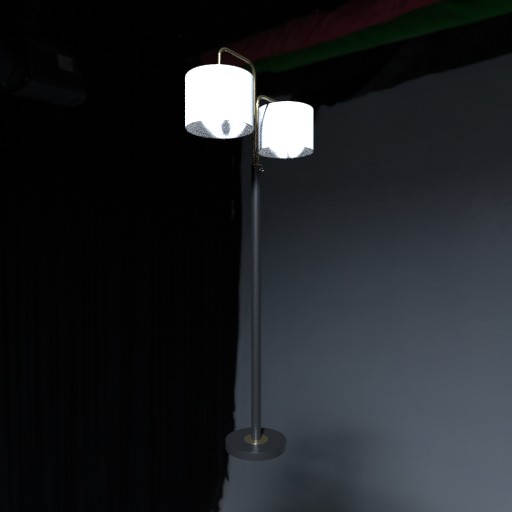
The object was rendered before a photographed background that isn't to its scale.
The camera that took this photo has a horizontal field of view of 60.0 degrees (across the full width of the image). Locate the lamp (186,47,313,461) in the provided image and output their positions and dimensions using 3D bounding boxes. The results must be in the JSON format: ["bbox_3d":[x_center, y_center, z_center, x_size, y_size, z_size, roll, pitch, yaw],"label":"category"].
[{"bbox_3d":[0.000,0.000,1.840,0.254,1.587,0.711,0,0,36],"label":"lamp"}]
